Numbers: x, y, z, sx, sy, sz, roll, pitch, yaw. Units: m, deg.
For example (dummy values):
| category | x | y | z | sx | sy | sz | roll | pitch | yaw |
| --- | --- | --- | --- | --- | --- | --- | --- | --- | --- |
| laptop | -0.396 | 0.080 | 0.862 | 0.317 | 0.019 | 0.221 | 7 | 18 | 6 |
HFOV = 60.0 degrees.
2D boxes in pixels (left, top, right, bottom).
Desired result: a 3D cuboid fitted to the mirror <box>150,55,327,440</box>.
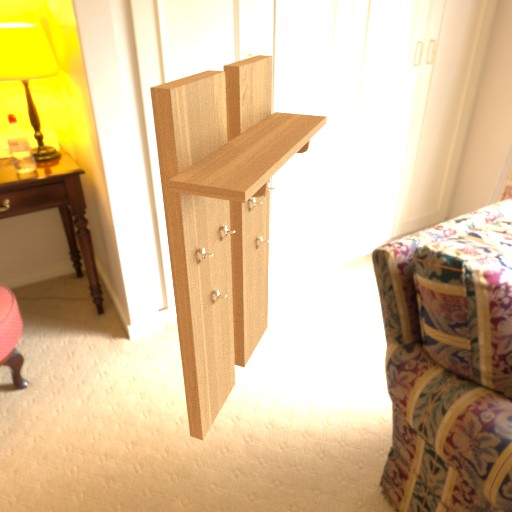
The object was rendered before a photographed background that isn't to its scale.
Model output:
| category | x | y | z | sx | sy | sz | roll | pitch | yaw |
| --- | --- | --- | --- | --- | --- | --- | --- | --- | --- |
| mirror | 0.000 | 0.000 | 1.602 | 0.260 | 1.250 | 0.800 | 11 | 32 | 18 |
